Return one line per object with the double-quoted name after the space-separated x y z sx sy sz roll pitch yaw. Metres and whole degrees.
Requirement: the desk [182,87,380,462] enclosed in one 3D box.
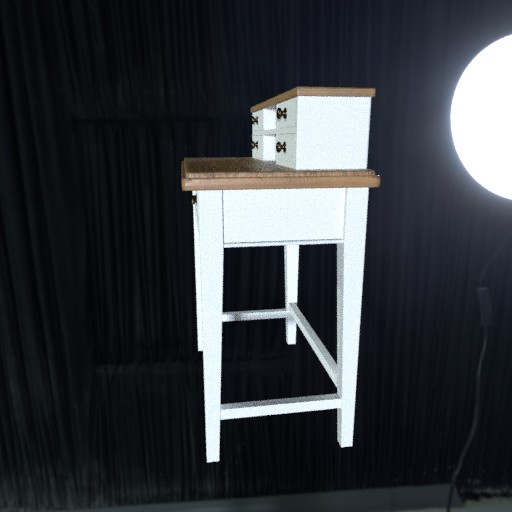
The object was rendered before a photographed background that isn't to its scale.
0.000 0.000 1.470 0.462 0.981 0.814 -2 15 -9 "desk"
